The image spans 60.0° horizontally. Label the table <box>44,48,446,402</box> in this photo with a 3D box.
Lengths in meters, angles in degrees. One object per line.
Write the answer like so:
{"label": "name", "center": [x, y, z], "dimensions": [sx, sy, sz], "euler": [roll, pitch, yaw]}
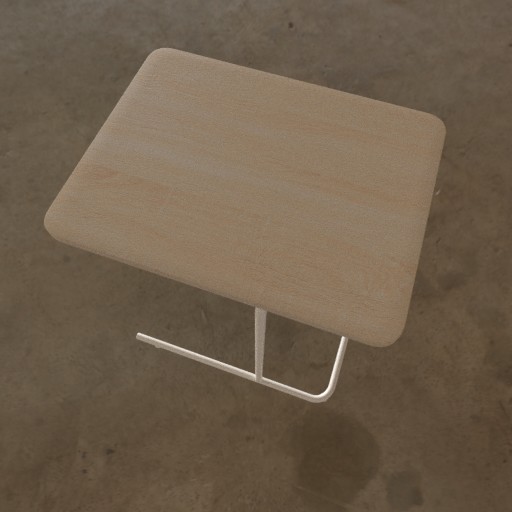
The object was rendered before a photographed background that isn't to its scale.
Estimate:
{"label": "table", "center": [0.000, 0.000, 0.867], "dimensions": [0.480, 0.550, 0.370], "euler": [18, 65, 8]}
